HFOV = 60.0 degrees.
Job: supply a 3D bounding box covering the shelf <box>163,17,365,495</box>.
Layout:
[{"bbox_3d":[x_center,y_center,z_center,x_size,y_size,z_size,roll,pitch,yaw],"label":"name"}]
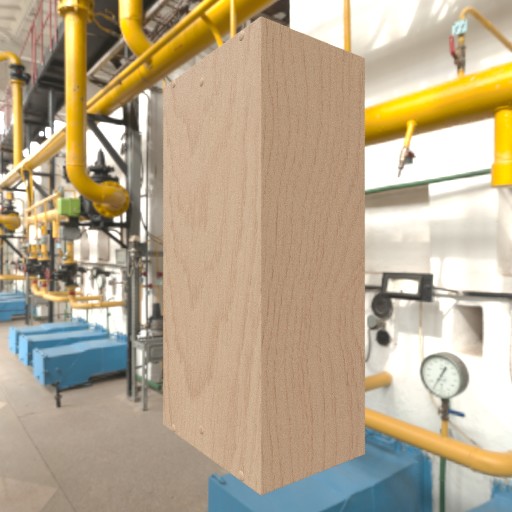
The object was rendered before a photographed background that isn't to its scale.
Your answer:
[{"bbox_3d":[0.000,0.000,0.730,0.200,0.600,0.290,0,0,-36],"label":"shelf"}]
